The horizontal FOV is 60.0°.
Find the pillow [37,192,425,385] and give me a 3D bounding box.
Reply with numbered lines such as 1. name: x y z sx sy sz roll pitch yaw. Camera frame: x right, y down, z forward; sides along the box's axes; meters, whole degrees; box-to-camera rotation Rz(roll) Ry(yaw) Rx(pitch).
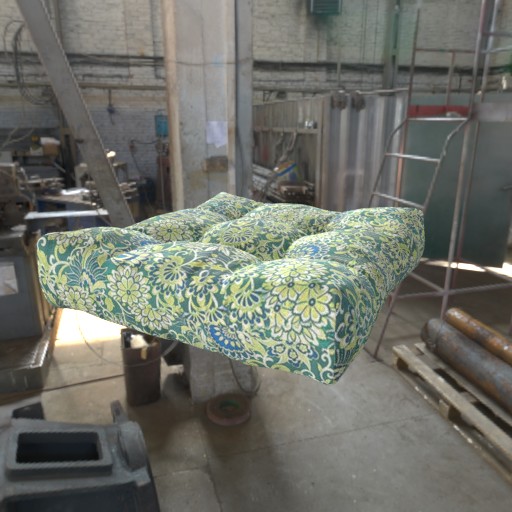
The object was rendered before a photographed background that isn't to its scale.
1. pillow: 0.000 0.000 0.728 0.468 0.128 0.490 9 19 27
